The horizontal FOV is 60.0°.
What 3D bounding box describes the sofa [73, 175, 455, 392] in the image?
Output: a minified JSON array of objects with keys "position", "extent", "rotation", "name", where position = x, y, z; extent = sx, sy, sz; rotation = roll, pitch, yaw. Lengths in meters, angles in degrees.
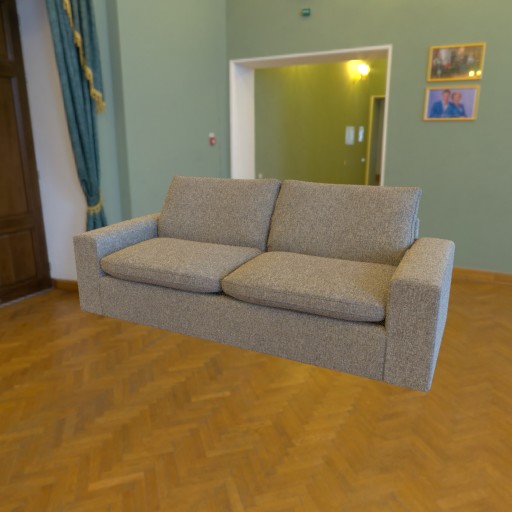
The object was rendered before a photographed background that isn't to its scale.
[{"position":[0.000,0.000,2.877],"extent":[2.299,0.922,1.040],"rotation":[8,17,26],"name":"sofa"}]
